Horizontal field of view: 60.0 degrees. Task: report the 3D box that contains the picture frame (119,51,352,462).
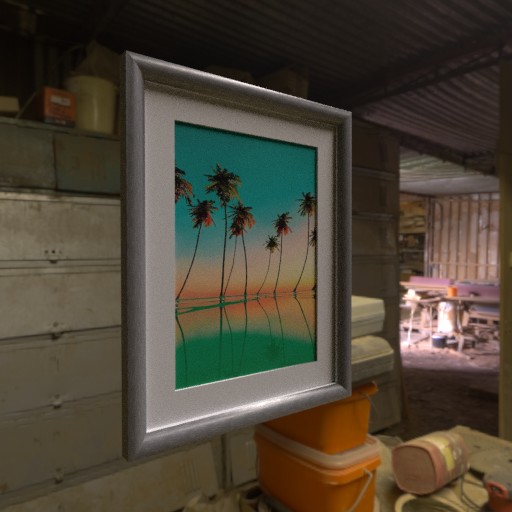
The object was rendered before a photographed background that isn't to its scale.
[{"bbox_3d":[0.000,0.000,0.746,0.454,0.559,0.029,-1,1,-37],"label":"picture frame"}]
